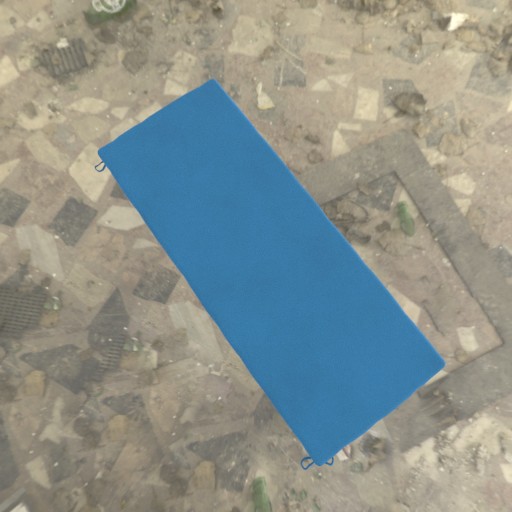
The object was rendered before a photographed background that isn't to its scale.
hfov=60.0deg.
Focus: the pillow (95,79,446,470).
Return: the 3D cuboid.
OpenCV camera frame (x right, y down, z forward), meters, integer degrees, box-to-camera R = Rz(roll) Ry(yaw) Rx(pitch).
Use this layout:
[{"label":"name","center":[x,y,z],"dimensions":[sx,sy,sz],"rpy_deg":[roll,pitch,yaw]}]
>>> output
[{"label":"pillow","center":[0.000,0.000,1.335],"dimensions":[0.492,0.081,1.187],"rpy_deg":[-35,78,-9]}]
